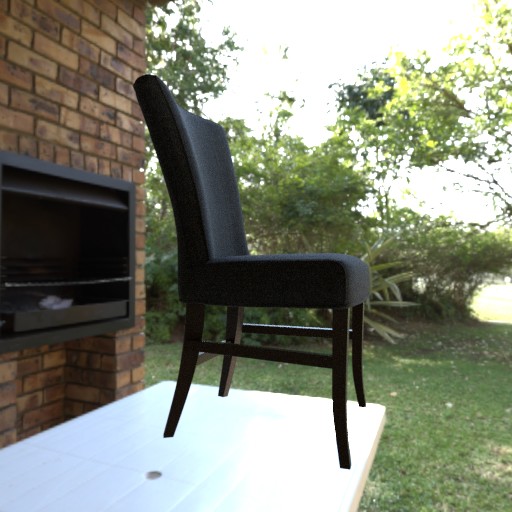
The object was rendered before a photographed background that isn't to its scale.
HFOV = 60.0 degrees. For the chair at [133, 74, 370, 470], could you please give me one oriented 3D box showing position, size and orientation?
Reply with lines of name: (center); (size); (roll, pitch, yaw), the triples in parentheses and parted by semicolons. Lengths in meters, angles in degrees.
chair: (0.000, 0.000, 1.351); (0.660, 0.991, 0.520); (0, -1, 18)
